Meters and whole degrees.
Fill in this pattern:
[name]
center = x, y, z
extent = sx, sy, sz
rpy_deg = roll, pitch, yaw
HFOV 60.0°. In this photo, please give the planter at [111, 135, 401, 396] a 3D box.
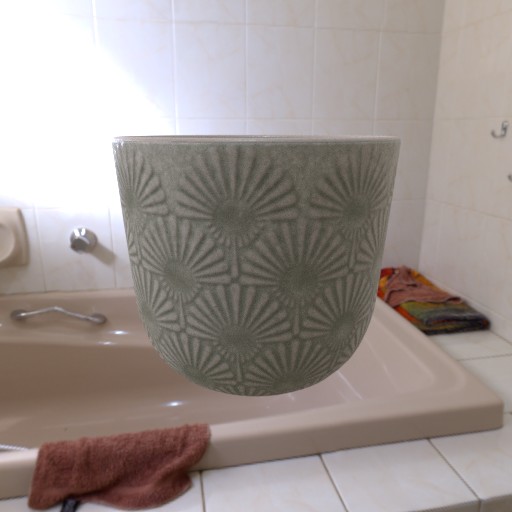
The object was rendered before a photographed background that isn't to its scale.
[planter]
center = 0.000, 0.000, 0.291
extent = 0.170, 0.152, 0.170
rpy_deg = 0, 16, 0
